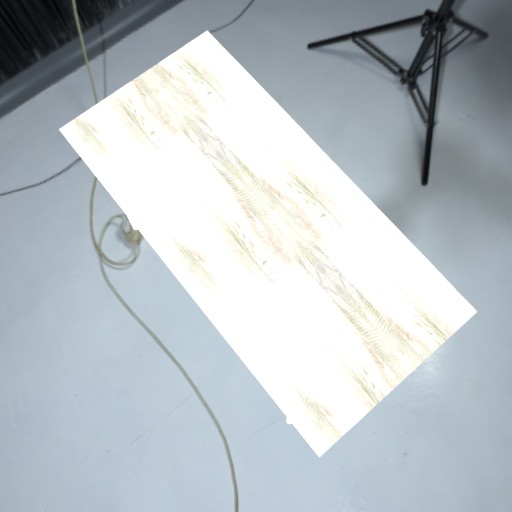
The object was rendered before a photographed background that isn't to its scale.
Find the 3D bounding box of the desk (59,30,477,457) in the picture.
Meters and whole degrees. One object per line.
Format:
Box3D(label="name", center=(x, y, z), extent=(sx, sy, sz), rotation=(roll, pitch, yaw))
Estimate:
Box3D(label="desk", center=(0.000, 0.000, 1.395), extent=(0.491, 0.723, 0.979), rotation=(-38, 78, -10))
